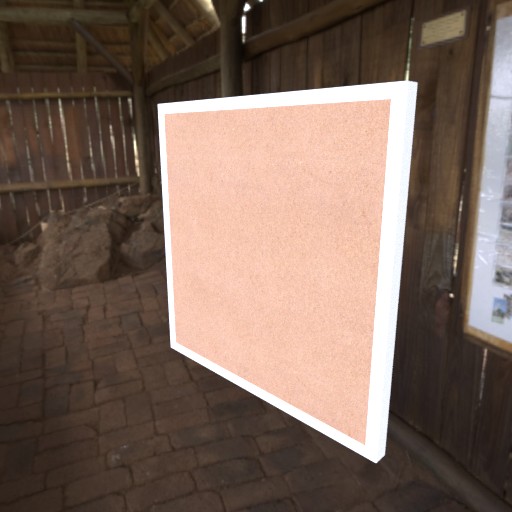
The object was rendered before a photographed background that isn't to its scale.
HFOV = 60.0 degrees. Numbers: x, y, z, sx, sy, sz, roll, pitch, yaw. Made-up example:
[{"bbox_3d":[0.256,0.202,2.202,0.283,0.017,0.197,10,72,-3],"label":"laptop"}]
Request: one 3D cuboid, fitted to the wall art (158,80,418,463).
[{"bbox_3d":[0.000,0.000,1.115,0.036,0.760,0.760,-14,21,-43],"label":"wall art"}]
